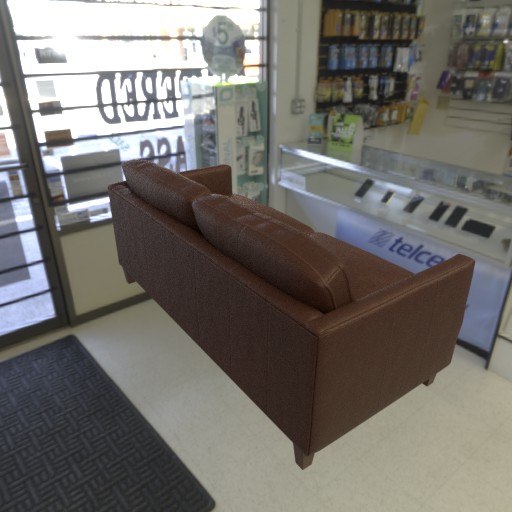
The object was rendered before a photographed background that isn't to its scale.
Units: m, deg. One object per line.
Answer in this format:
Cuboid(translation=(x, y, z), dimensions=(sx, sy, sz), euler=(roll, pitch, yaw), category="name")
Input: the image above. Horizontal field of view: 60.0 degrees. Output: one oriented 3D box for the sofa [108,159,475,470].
Cuboid(translation=(0.000, 0.000, 2.418), dimensions=(0.923, 0.863, 1.971), euler=(-17, 31, -32), category="sofa")
